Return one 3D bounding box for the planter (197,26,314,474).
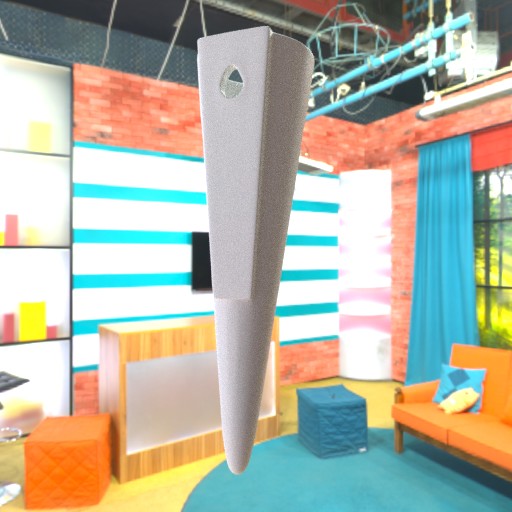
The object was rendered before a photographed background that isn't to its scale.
[{"bbox_3d":[0.000,0.000,0.220,0.057,0.193,0.064,0,0,19],"label":"planter"}]
